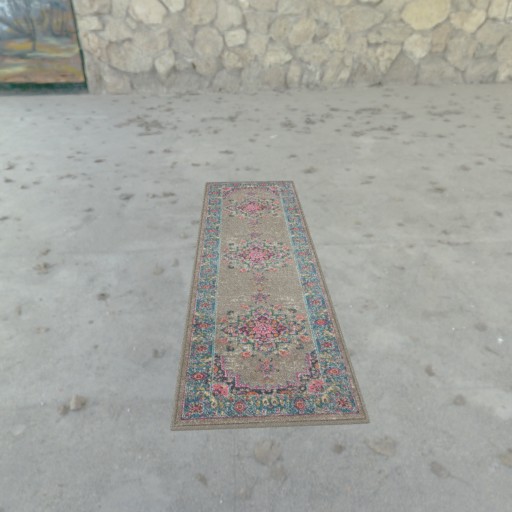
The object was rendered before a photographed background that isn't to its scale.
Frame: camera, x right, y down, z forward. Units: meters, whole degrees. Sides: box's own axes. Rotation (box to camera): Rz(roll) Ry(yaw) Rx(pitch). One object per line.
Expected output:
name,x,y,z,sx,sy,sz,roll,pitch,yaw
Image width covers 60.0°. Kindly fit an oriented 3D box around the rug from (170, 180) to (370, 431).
rug,0.000,0.000,1.997,0.553,0.012,1.827,-1,31,-2
